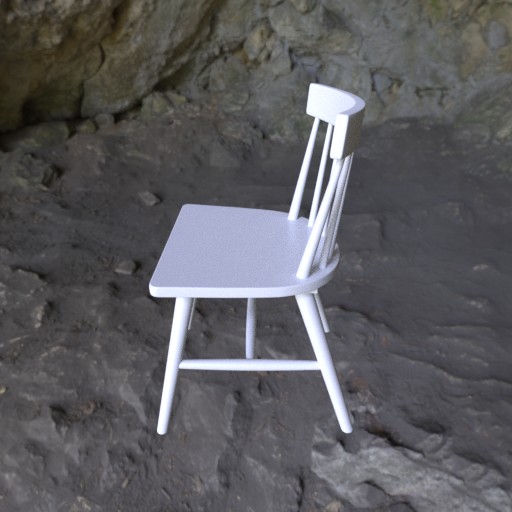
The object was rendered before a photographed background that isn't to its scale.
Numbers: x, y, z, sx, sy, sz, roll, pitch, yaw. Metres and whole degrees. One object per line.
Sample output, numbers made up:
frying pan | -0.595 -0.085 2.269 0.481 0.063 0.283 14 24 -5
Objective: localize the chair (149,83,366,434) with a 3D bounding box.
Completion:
chair | 0.000 0.000 1.145 0.500 0.787 0.483 0 27 0
